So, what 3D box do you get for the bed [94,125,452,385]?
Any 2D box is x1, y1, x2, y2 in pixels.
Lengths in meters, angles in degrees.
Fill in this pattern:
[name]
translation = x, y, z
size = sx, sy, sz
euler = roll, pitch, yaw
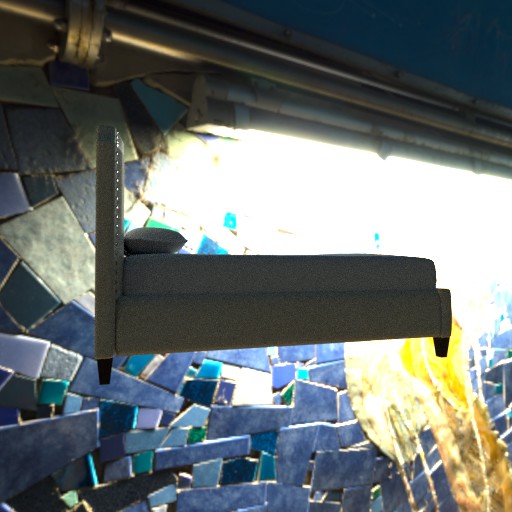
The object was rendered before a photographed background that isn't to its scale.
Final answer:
[bed]
translation = 0.000, 0.000, 3.560
size = 2.381, 1.457, 1.713
euler = 0, -1, -18
